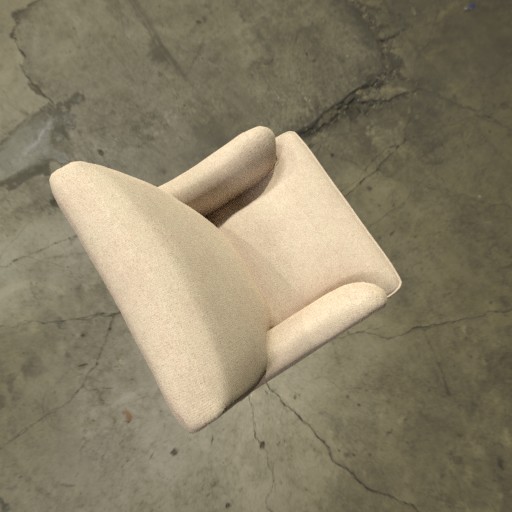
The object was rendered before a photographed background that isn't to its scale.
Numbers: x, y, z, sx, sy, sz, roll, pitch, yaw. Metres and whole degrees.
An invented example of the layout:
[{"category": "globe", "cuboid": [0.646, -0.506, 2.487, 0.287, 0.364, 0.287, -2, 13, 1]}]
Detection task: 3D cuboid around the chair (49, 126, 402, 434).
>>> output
[{"category": "chair", "cuboid": [0.000, 0.000, 1.789, 0.953, 1.119, 0.879, -31, 78, -7]}]
